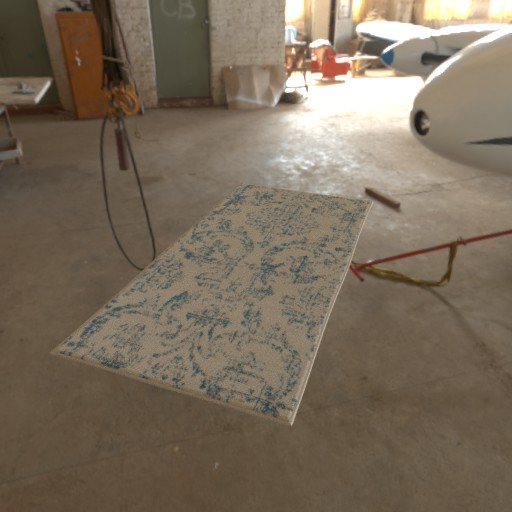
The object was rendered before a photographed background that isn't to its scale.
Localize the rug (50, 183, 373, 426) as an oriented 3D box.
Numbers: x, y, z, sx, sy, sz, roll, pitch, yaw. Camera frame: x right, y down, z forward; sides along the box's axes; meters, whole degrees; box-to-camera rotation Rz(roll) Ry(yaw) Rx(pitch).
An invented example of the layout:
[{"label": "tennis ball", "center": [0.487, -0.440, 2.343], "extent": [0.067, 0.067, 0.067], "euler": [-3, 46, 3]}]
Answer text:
[{"label": "rug", "center": [0.000, 0.000, 1.466], "extent": [0.605, 0.007, 1.220], "euler": [11, 32, 18]}]
